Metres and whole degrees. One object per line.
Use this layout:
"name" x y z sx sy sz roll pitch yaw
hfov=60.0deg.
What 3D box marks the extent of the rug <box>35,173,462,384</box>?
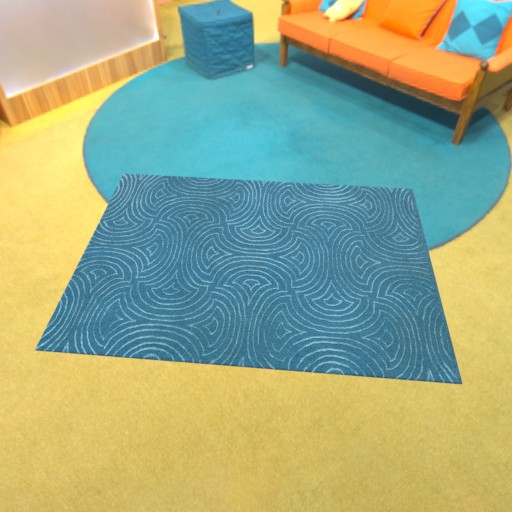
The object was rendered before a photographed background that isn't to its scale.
"rug" 0.000 0.000 2.746 2.144 0.015 1.543 4 46 4
